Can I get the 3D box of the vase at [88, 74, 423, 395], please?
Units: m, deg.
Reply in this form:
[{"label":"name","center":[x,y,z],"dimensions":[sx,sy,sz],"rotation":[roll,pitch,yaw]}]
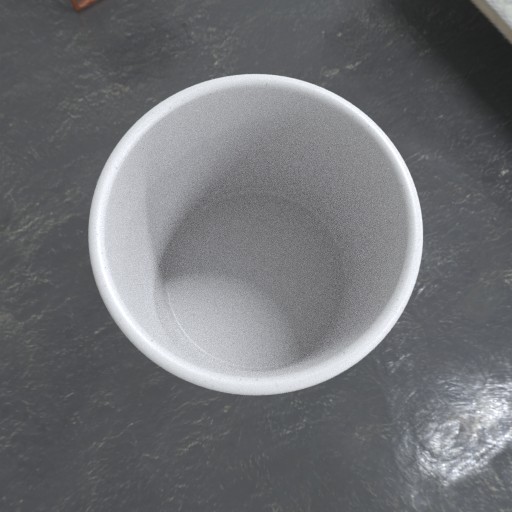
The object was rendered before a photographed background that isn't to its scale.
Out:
[{"label":"vase","center":[0.000,0.000,0.241],"dimensions":[0.137,0.127,0.137],"rotation":[0,76,0]}]
